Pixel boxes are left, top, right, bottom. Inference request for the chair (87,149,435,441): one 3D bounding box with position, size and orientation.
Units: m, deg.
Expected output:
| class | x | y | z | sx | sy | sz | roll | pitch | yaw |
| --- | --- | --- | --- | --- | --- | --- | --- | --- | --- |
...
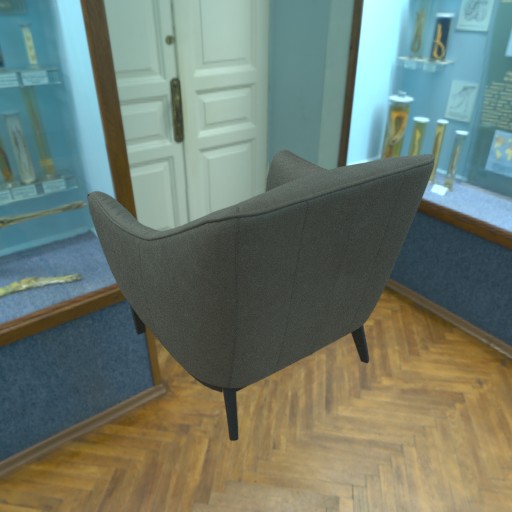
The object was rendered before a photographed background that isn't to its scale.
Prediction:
| class | x | y | z | sx | sy | sz | roll | pitch | yaw |
| --- | --- | --- | --- | --- | --- | --- | --- | --- | --- |
| chair | 0.000 | 0.000 | 1.535 | 0.871 | 0.830 | 0.852 | -20 | 36 | -29 |
